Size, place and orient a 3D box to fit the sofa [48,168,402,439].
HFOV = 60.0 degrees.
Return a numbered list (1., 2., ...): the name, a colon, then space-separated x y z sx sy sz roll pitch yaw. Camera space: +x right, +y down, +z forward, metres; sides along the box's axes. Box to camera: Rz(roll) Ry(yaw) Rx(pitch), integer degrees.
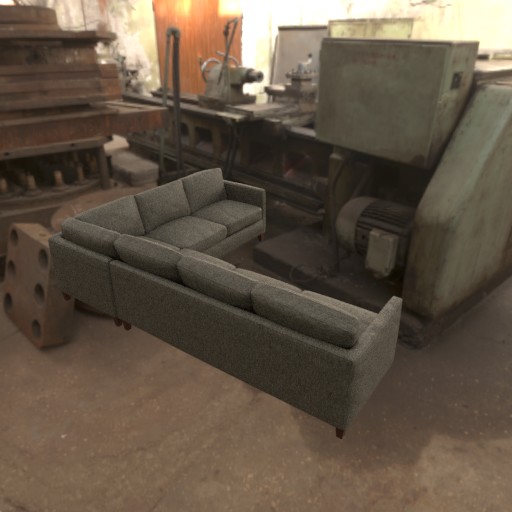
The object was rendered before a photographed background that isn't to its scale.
1. sofa: 0.000 0.000 4.579 3.302 0.947 2.593 17 31 31
